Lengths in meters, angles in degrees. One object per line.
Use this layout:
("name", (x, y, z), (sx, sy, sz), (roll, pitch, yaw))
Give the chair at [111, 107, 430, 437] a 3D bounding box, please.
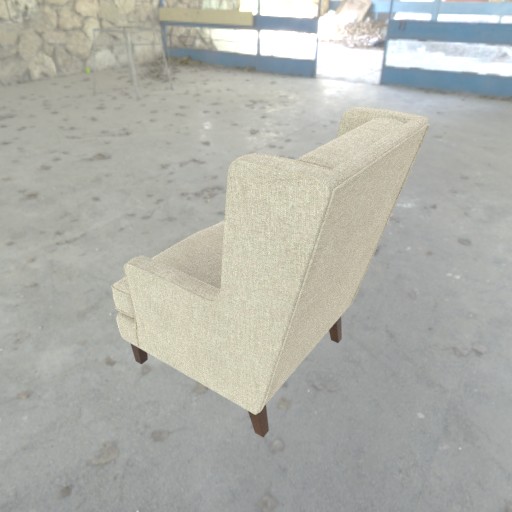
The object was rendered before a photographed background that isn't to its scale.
("chair", (0.000, 0.000, 1.763), (0.948, 1.082, 0.764), (20, 36, 30))
